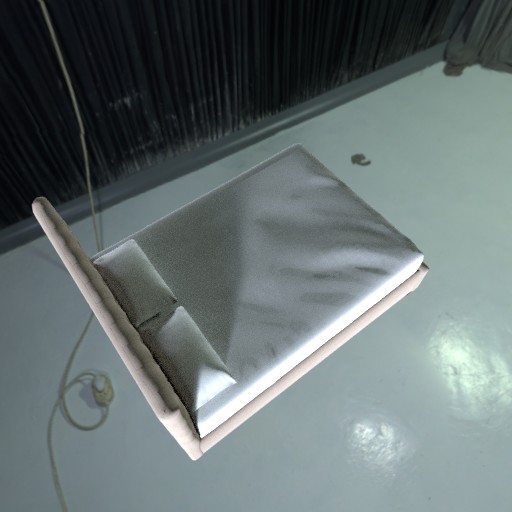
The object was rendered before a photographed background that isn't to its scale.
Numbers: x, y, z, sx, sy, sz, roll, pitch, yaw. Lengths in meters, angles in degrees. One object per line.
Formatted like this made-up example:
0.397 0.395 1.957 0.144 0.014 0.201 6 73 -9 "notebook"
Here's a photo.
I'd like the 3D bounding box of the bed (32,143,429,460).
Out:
0.000 0.000 3.436 2.387 1.427 1.698 -32 63 -19 "bed"
